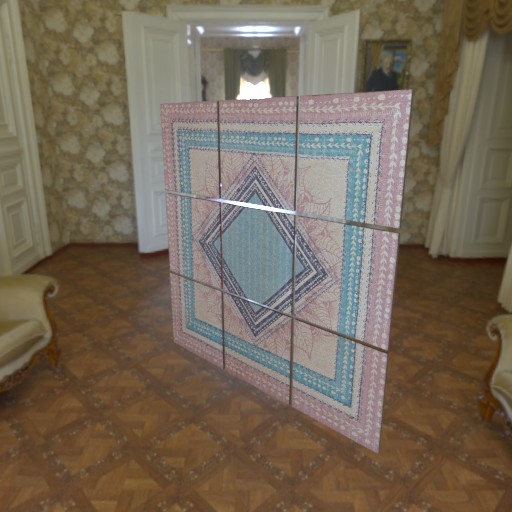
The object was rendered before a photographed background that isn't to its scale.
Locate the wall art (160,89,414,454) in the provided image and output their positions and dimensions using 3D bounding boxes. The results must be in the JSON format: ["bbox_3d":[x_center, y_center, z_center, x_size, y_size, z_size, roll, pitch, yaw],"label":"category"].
[{"bbox_3d":[0.000,0.000,2.273,1.527,1.525,0.014,15,22,42],"label":"wall art"}]
